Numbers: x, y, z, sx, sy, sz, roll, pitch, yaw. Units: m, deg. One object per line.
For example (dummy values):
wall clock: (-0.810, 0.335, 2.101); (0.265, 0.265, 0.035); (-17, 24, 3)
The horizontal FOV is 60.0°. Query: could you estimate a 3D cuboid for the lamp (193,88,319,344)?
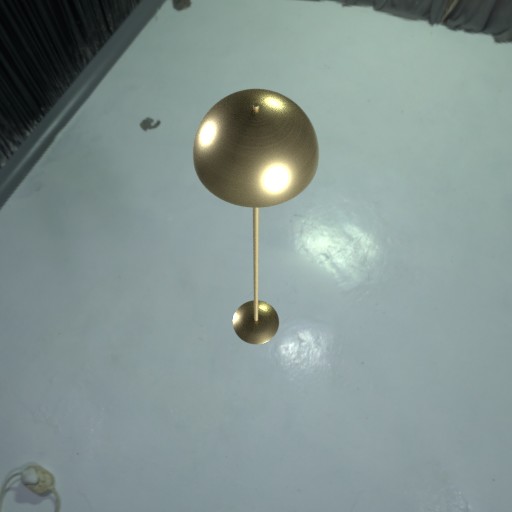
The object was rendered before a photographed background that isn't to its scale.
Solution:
lamp: (0.000, 0.000, 1.664); (0.328, 1.480, 0.328); (15, 63, 8)
